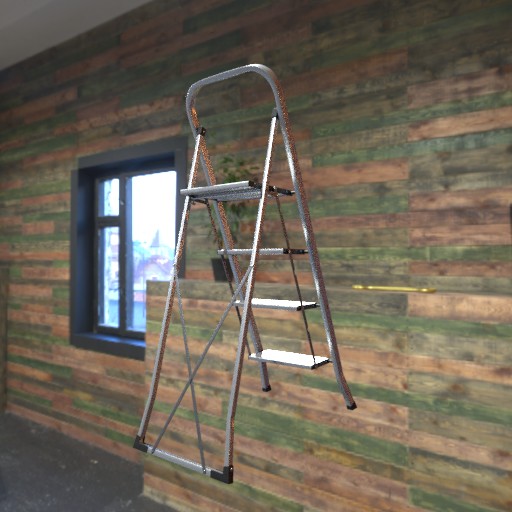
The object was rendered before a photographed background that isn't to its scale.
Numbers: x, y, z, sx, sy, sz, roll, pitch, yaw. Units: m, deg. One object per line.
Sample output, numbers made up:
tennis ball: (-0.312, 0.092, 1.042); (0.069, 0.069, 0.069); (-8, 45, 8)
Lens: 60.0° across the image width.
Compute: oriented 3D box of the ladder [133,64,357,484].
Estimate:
ladder: (0.000, 0.000, 1.695); (0.465, 1.290, 0.830); (0, -1, 36)
